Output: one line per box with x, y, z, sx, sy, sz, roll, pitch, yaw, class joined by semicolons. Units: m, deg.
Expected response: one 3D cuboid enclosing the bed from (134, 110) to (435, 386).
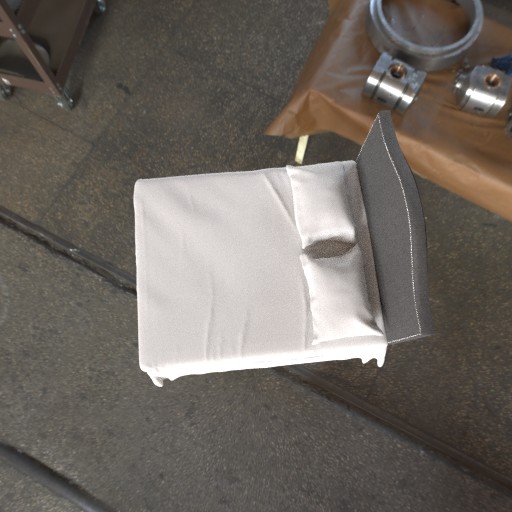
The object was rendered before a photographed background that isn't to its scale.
0.000;0.000;3.499;2.221;1.645;1.876;-5;75;-1;bed
